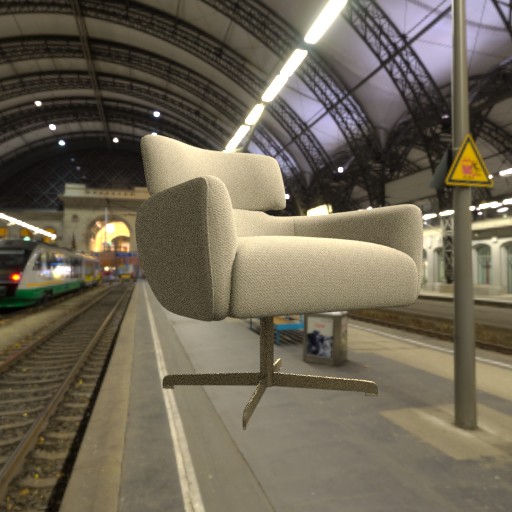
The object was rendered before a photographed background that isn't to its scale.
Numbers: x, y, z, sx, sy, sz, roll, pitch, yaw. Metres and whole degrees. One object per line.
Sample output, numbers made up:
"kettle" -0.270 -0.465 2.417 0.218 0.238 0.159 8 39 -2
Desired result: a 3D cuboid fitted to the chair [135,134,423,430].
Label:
"chair" 0.000 0.000 1.371 0.760 0.810 0.730 1 -2 -36
